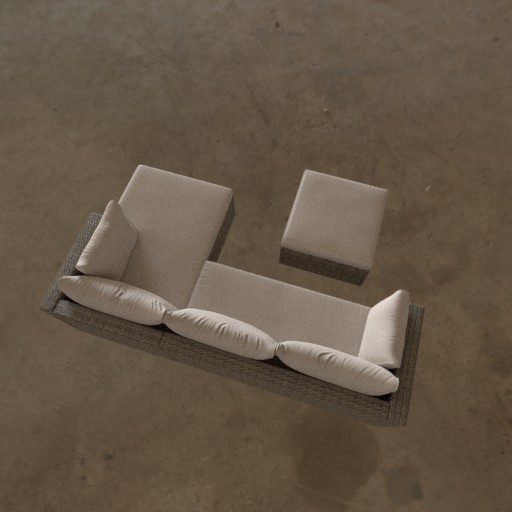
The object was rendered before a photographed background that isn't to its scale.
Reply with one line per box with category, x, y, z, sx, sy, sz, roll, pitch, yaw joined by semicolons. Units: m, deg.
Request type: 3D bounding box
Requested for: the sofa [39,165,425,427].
sofa;0.000;0.000;3.048;2.192;0.766;1.662;16;65;8
